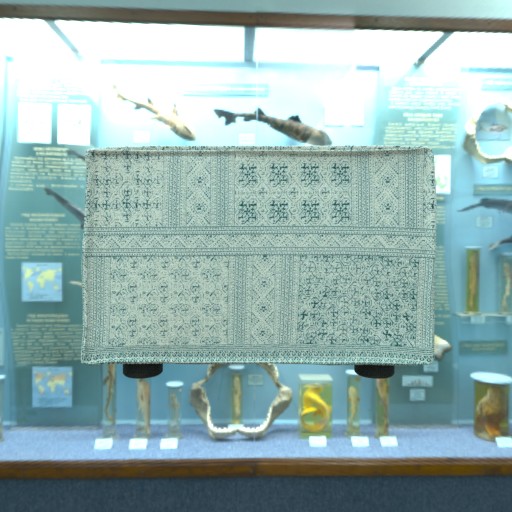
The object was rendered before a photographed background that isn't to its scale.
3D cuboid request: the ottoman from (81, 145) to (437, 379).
[{"bbox_3d":[0.000,0.000,1.061,0.626,0.439,0.617,0,1,0],"label":"ottoman"}]
